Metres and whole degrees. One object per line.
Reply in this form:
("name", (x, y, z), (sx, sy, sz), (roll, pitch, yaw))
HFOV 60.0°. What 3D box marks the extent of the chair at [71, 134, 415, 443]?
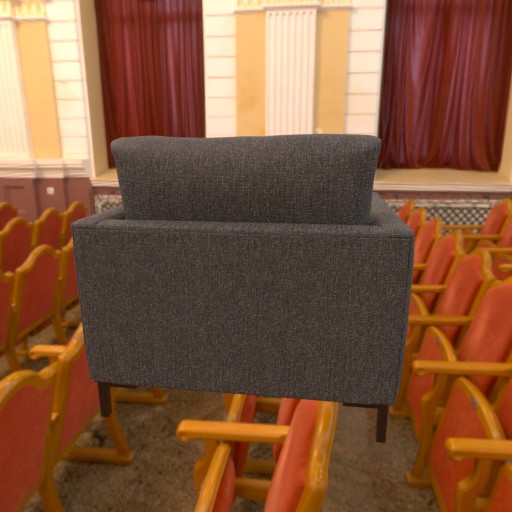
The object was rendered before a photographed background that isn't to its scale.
("chair", (0.000, 0.000, 1.629), (0.963, 0.861, 0.866), (2, 15, 8))
